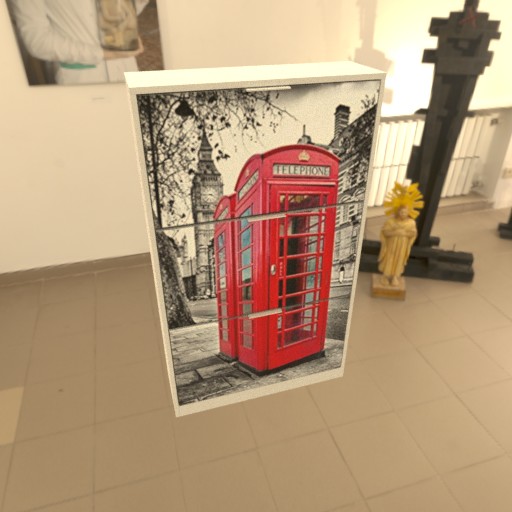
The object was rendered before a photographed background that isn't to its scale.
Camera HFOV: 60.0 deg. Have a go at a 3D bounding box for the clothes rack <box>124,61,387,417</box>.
[{"bbox_3d":[0.000,0.000,1.655,0.750,1.280,0.250,-9,33,-15],"label":"clothes rack"}]
